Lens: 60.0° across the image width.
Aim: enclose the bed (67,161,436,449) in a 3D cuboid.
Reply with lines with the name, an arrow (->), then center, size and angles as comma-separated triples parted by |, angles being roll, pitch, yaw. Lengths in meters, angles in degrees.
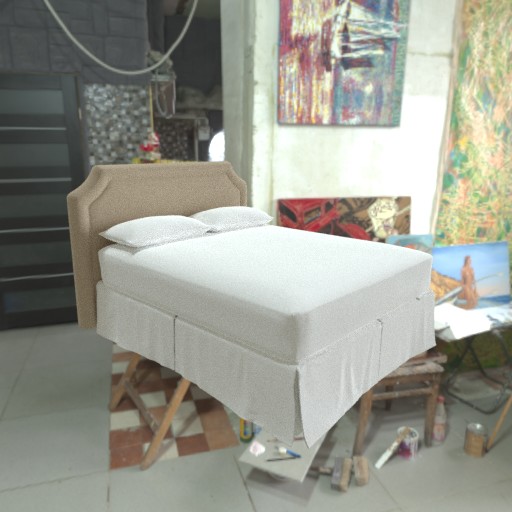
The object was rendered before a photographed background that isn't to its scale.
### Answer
bed -> 0.000, 0.000, 3.294 | 2.204, 1.301, 1.828 | 13, 19, 42
